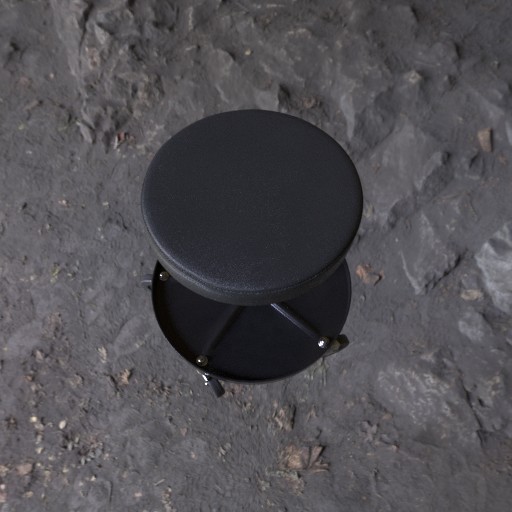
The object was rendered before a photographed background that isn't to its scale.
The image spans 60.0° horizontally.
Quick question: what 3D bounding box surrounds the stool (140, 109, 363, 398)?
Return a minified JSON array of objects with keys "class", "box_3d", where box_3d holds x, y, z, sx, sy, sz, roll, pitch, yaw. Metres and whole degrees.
[{"class":"stool","box_3d":[0.000,0.000,0.697,0.381,0.365,0.382,33,67,16]}]
